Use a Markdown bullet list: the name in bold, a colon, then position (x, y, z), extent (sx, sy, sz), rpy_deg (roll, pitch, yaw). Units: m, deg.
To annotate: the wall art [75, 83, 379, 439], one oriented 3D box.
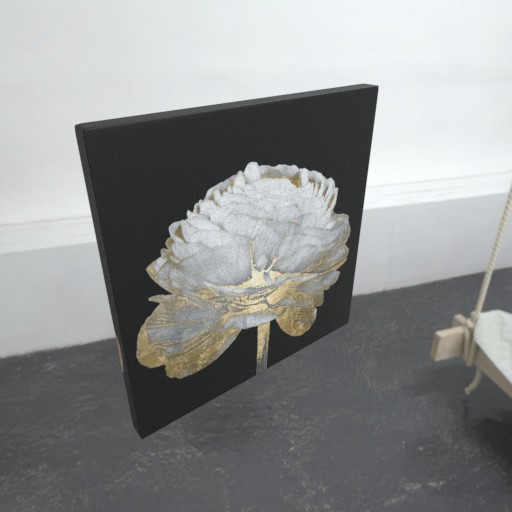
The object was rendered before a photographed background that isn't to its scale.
- **wall art**: position (0.000, 0.000, 0.908), extent (0.610, 0.611, 0.043), rpy_deg (-21, 35, -32)
